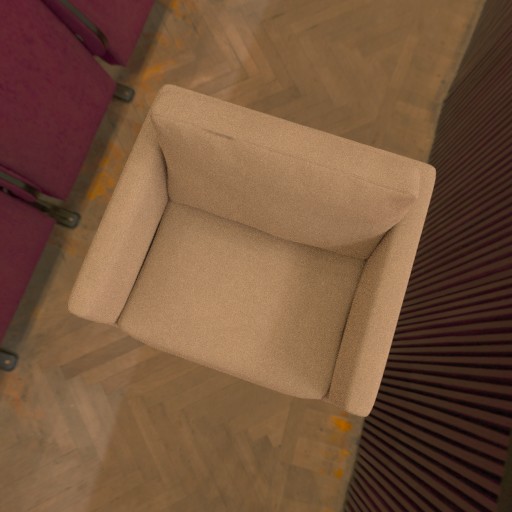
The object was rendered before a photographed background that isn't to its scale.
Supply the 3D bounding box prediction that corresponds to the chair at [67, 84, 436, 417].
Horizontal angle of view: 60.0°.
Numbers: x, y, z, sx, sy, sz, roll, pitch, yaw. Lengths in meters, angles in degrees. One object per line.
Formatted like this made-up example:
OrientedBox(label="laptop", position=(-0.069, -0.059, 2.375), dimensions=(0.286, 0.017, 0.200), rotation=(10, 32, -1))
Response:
OrientedBox(label="chair", position=(0.000, 0.000, 1.814), dimensions=(1.107, 0.961, 0.959), rotation=(18, 78, 4))
